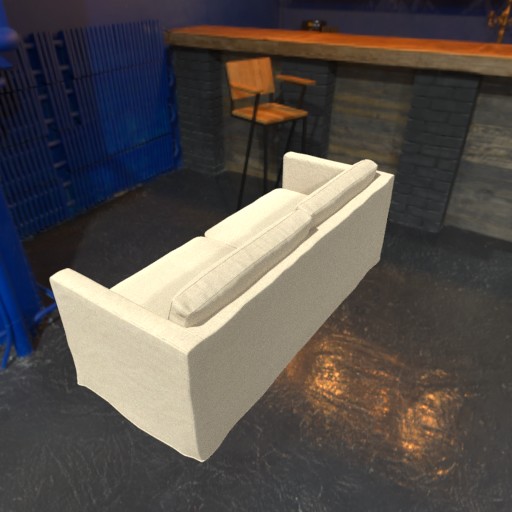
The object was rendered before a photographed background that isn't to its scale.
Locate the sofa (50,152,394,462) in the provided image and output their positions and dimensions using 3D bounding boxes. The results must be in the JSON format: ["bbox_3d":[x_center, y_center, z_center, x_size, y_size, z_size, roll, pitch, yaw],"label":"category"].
[{"bbox_3d":[0.000,0.000,2.889,0.962,0.853,2.312,20,37,29],"label":"sofa"}]
